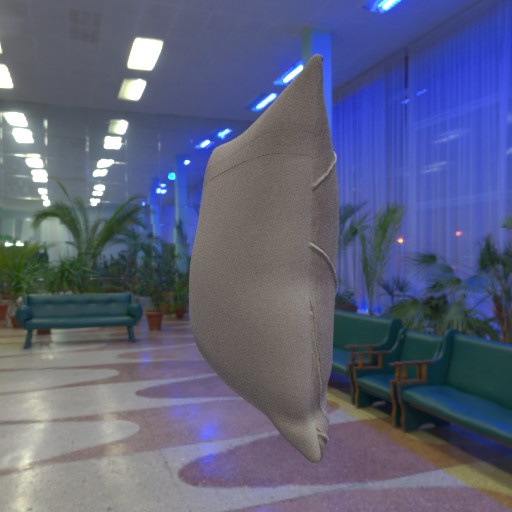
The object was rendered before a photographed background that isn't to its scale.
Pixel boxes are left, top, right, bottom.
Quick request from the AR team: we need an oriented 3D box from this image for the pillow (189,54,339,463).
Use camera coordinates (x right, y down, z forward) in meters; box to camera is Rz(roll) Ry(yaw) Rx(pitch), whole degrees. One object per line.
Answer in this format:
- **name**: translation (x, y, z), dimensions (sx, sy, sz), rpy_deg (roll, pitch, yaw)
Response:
- **pillow**: translation (0.000, 0.000, 0.674), dimensions (0.185, 0.440, 0.439), rpy_deg (0, 0, -20)
